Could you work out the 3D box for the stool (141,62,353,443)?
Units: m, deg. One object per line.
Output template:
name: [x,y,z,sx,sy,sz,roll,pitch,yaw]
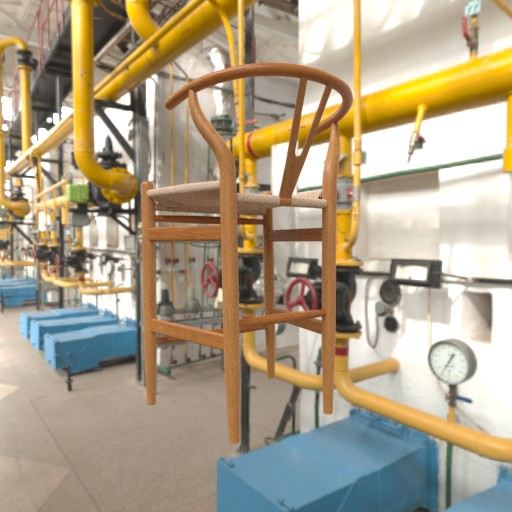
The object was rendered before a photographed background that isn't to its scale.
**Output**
stool: [0.000,0.000,1.377,0.569,0.970,0.579,-1,2,-35]
